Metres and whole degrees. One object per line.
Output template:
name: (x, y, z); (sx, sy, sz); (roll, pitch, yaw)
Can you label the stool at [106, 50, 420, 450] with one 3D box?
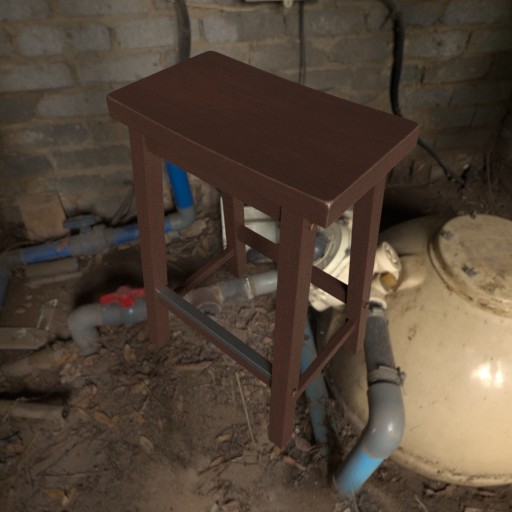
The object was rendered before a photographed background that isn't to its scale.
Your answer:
stool: (0.000, 0.000, 0.856); (0.406, 0.610, 0.322); (31, 53, 27)
